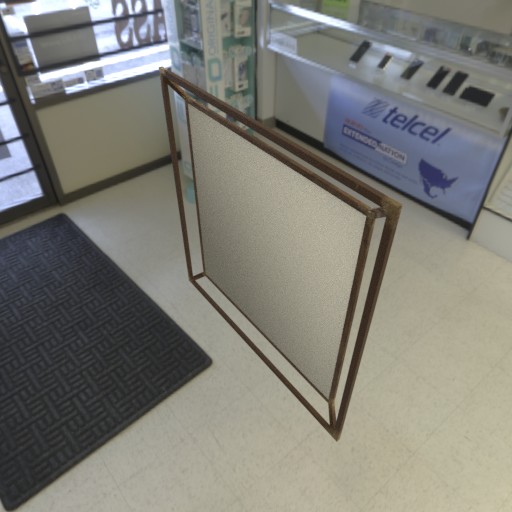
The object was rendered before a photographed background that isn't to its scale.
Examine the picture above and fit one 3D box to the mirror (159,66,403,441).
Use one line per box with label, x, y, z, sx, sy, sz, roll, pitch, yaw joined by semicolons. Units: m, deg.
mirror;0.000;0.000;0.928;0.032;0.610;0.610;-27;48;-27
